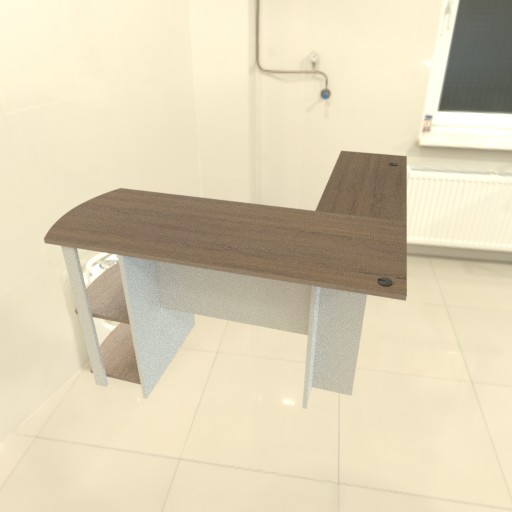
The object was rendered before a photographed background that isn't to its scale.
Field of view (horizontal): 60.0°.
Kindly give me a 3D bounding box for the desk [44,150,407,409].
[{"bbox_3d":[0.000,0.000,2.174,1.303,0.716,1.361,8,31,14],"label":"desk"}]
